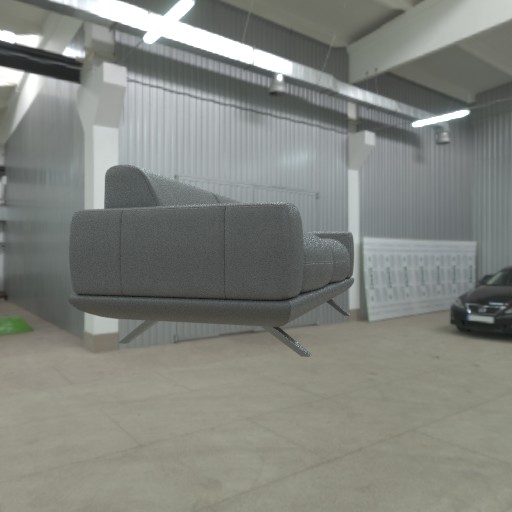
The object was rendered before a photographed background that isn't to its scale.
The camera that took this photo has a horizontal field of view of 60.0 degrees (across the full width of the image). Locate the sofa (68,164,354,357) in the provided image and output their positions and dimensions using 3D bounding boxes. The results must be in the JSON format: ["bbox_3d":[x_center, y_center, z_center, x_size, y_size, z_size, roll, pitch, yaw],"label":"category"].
[{"bbox_3d":[0.000,0.000,2.434,0.900,0.772,1.901,0,0,19],"label":"sofa"}]
